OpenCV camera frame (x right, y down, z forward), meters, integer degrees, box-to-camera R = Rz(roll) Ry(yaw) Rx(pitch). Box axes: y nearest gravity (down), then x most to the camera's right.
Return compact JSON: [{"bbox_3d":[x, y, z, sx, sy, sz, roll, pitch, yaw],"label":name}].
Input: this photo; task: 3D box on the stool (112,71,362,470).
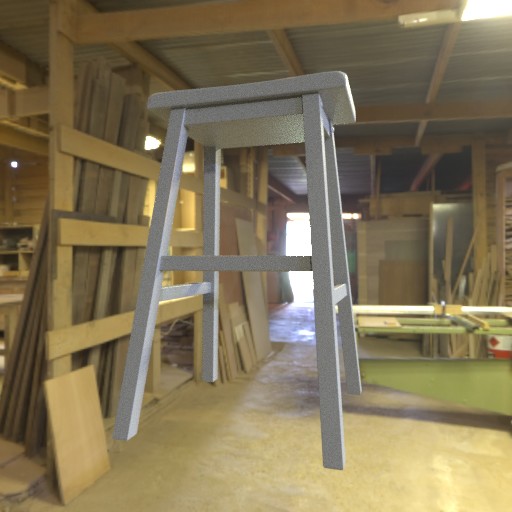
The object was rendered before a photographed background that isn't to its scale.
[{"bbox_3d":[0.000,0.000,1.053,0.457,0.737,0.476,0,-1,17],"label":"stool"}]
